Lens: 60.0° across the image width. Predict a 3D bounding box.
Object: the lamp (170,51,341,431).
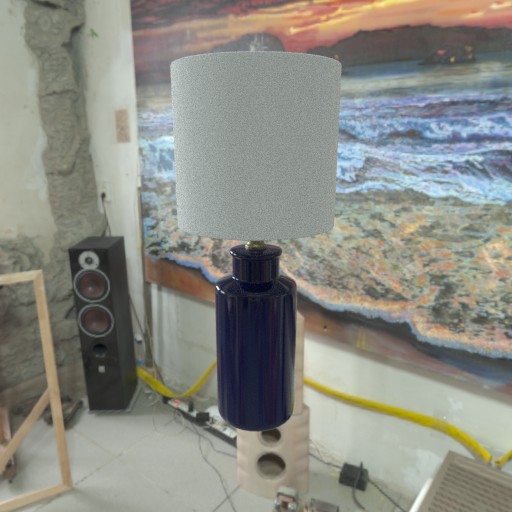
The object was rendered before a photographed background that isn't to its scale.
[{"bbox_3d":[0.000,0.000,0.622,0.212,0.493,0.212,2,15,7],"label":"lamp"}]
